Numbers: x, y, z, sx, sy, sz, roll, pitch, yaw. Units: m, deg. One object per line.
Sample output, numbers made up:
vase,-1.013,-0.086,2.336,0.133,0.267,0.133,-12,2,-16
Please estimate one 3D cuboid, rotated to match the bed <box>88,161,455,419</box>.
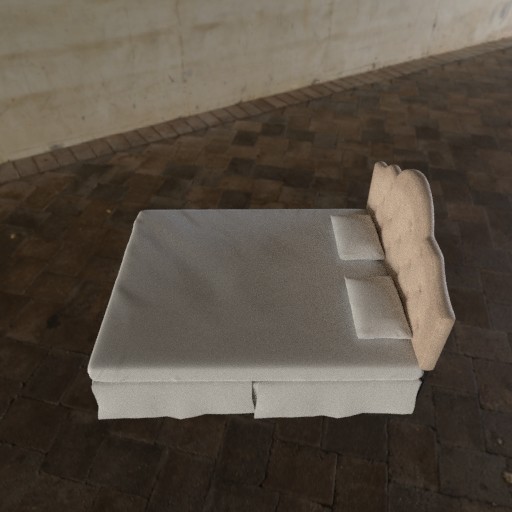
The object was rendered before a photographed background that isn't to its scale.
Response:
bed,0.000,0.000,2.936,1.970,1.194,1.667,0,41,0
